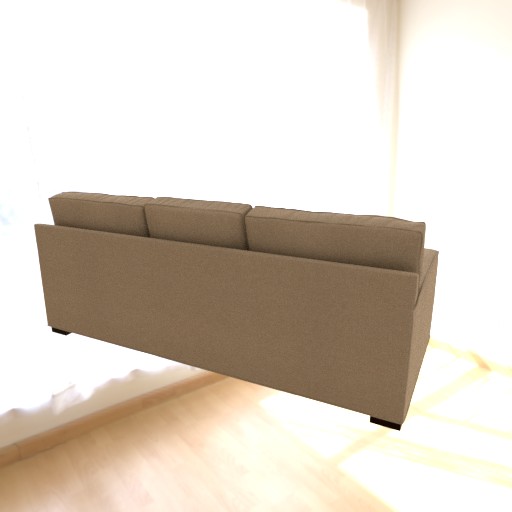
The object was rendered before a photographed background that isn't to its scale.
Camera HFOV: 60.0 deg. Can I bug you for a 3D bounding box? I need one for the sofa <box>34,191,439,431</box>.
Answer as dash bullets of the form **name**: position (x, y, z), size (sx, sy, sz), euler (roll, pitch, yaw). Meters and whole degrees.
- **sofa**: position (0.000, 0.000, 2.761), size (2.087, 0.861, 1.496), euler (8, 17, 26)
